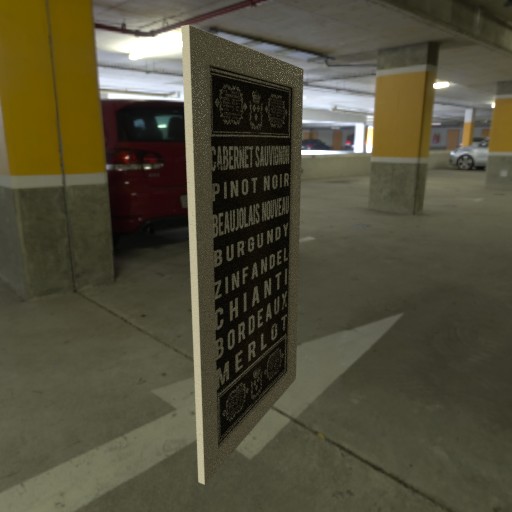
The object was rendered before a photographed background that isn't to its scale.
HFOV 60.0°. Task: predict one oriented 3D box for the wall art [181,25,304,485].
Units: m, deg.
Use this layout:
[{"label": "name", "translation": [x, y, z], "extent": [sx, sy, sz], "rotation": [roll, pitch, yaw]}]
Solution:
[{"label": "wall art", "translation": [0.000, 0.000, 0.804], "extent": [0.013, 0.683, 0.380], "rotation": [7, 16, 27]}]
